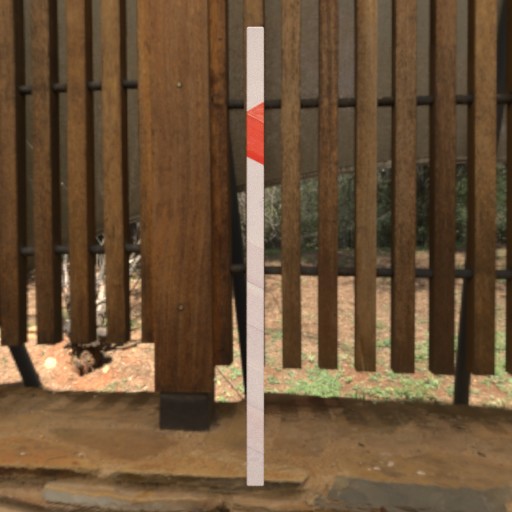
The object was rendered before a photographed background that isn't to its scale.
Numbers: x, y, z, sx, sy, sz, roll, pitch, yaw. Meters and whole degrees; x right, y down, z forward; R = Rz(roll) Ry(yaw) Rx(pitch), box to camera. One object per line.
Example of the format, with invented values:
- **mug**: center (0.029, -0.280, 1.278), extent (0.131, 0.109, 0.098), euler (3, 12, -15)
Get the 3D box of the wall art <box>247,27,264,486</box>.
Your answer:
- **wall art**: center (0.000, 0.000, 1.356), extent (0.045, 1.014, 0.759), euler (0, 1, 0)
